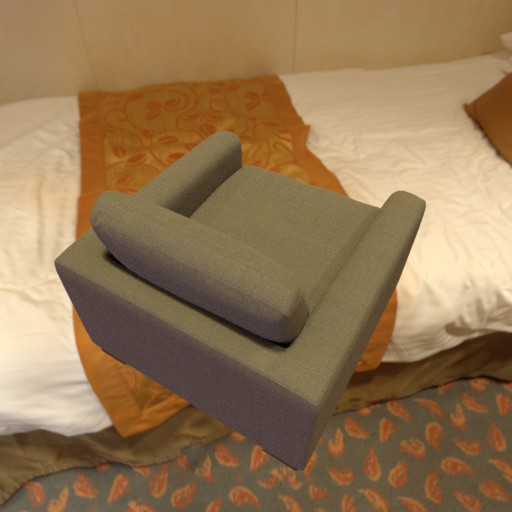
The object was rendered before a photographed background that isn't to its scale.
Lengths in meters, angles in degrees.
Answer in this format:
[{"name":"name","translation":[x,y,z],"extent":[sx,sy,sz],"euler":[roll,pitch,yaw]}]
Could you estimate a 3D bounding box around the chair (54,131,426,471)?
[{"name":"chair","translation":[0.000,0.000,1.853],"extent":[1.070,0.847,1.100],"euler":[24,51,21]}]
